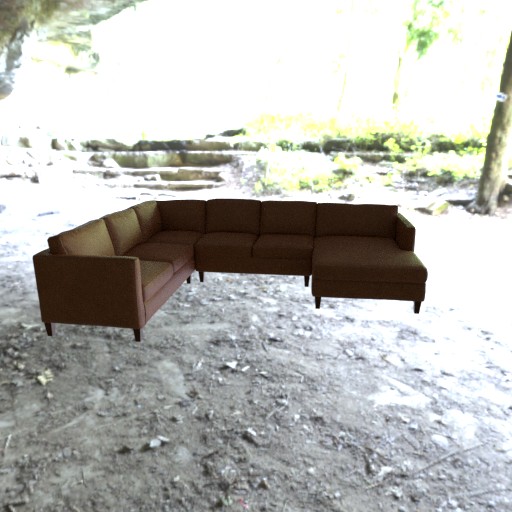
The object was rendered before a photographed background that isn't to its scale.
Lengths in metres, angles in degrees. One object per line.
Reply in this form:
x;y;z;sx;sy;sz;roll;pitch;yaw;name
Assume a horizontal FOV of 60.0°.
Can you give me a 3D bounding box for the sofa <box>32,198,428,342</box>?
0.000;0.000;4.739;3.460;0.923;2.593;2;15;7;sofa
